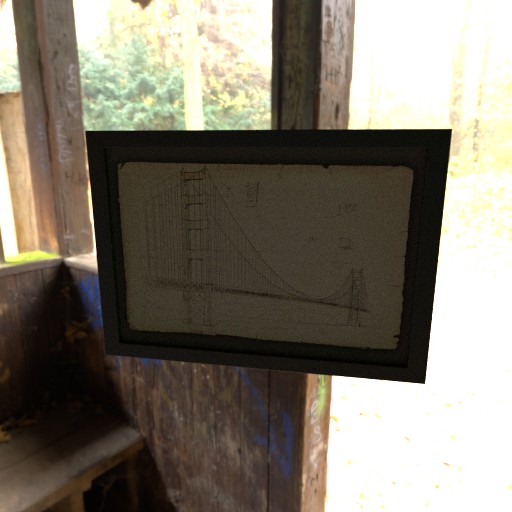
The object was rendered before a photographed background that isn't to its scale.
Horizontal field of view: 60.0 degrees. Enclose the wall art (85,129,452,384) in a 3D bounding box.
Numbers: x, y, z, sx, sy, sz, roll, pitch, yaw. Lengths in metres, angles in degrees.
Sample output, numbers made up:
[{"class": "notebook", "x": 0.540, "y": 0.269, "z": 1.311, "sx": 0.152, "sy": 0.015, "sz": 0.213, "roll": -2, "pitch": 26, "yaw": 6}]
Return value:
[{"class": "wall art", "x": 0.000, "y": 0.000, "z": 0.559, "sx": 0.432, "sy": 0.306, "sz": 0.016, "roll": 3, "pitch": 15, "yaw": 10}]
